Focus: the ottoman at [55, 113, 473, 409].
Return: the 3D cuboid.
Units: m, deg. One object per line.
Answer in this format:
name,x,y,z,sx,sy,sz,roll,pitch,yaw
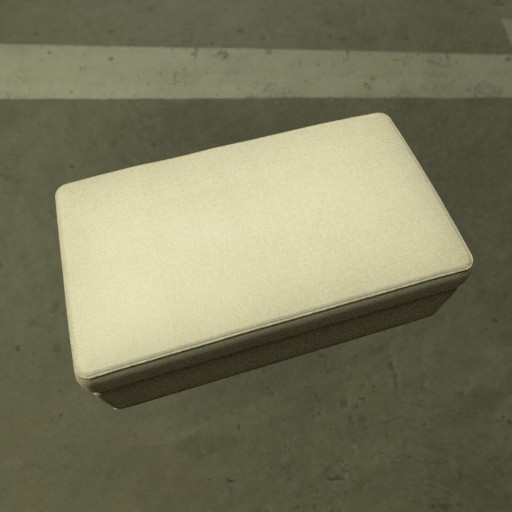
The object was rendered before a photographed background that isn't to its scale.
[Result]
ottoman,0.000,0.000,1.416,1.097,0.461,0.617,-15,63,-8
